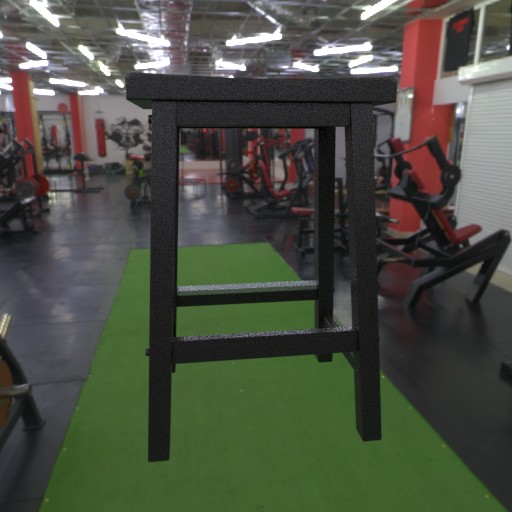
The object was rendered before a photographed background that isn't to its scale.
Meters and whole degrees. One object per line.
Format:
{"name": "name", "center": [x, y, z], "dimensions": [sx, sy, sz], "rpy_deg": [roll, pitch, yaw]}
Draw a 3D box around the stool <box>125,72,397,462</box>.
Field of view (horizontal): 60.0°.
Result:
{"name": "stool", "center": [0.000, 0.000, 0.835], "dimensions": [0.406, 0.610, 0.322], "rpy_deg": [-2, 15, -8]}
